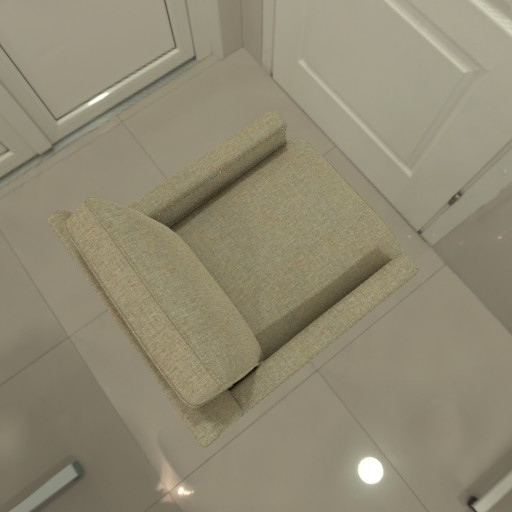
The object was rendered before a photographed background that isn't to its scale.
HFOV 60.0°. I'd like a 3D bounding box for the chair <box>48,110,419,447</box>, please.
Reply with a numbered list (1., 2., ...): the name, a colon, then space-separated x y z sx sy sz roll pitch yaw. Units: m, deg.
1. chair: 0.000 0.000 1.690 1.014 0.943 0.853 -37 77 -10
